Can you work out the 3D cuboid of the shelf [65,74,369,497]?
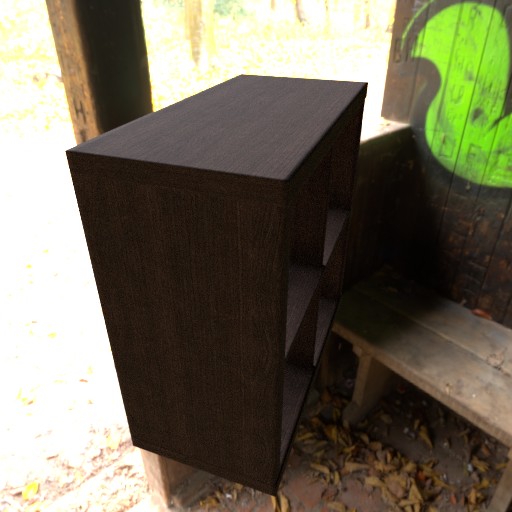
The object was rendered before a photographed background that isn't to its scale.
[{"bbox_3d":[0.000,0.000,1.205,0.390,0.786,0.790,11,33,17],"label":"shelf"}]
